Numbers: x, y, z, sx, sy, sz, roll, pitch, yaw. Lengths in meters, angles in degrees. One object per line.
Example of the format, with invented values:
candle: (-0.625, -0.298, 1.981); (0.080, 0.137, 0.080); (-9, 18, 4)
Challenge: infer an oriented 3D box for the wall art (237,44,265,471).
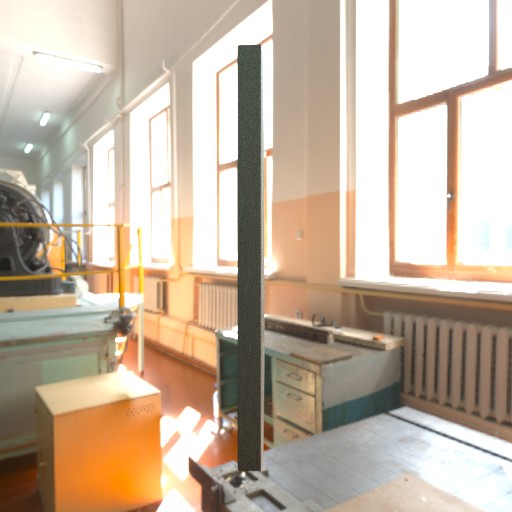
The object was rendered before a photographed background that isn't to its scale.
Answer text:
wall art: (0.000, 0.000, 0.752); (0.028, 0.457, 0.556); (0, 1, 1)
